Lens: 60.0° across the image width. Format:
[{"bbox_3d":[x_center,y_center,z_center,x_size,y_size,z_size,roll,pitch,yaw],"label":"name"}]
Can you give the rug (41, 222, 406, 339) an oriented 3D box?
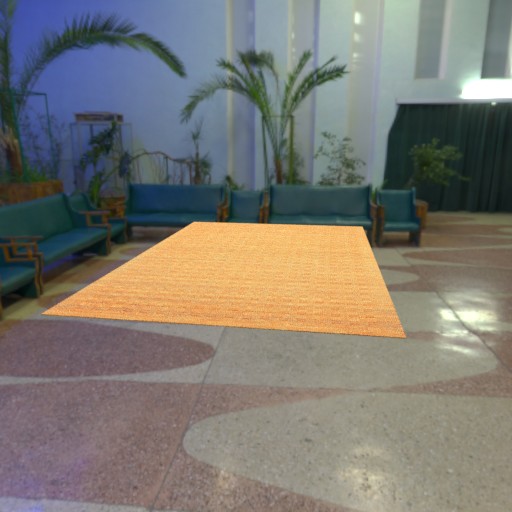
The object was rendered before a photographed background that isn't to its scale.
[{"bbox_3d":[0.000,0.000,2.900,1.524,0.006,2.285,2,15,9],"label":"rug"}]
